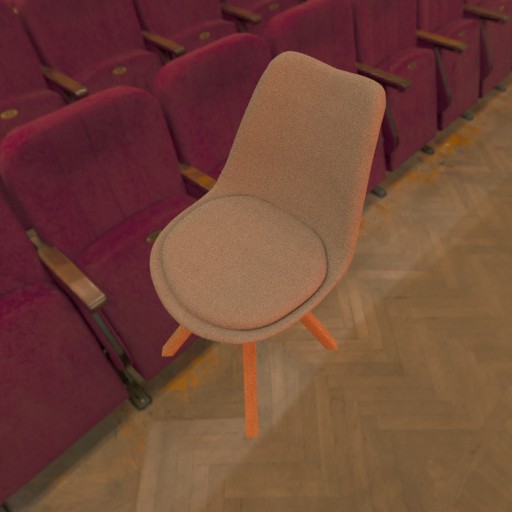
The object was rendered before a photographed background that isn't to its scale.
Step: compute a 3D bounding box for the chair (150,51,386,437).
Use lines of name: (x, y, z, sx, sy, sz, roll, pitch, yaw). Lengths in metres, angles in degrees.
chair: (0.000, 0.000, 1.192, 0.474, 0.863, 0.549, 35, 56, 28)
